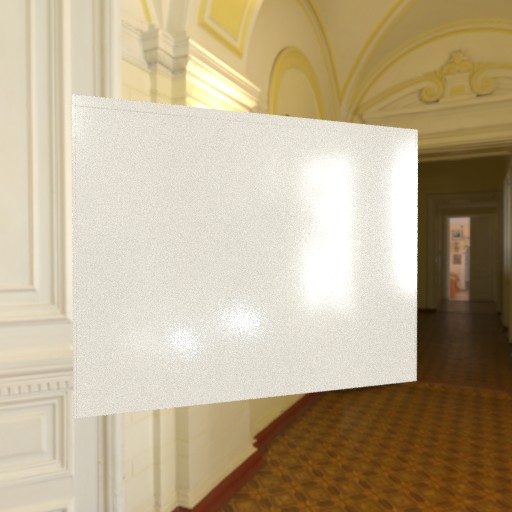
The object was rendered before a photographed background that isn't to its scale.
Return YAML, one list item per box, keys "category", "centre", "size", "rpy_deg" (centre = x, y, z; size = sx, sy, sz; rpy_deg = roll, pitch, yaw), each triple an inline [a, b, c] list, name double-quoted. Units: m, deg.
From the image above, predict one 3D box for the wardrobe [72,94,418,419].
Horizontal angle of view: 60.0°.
- category: "wardrobe"
  centre: [0.000, 0.000, 3.968]
  size: [3.000, 2.360, 0.580]
  rpy_deg: [0, 1, -18]
